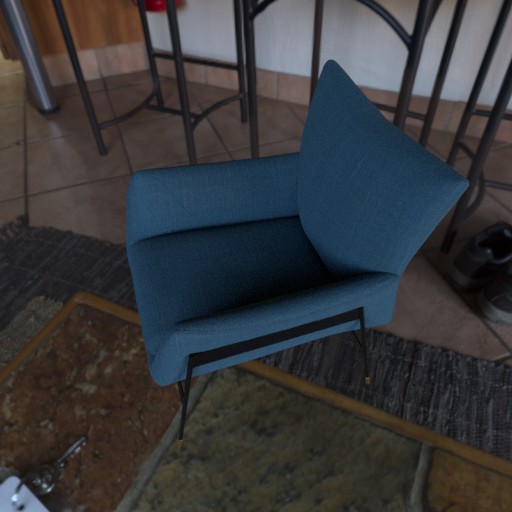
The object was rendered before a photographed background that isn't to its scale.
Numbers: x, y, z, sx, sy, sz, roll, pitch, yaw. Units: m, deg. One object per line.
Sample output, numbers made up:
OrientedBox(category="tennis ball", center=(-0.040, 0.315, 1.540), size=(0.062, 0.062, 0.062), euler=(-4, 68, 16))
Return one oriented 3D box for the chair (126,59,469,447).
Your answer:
OrientedBox(category="chair", center=(0.000, 0.000, 1.371), size=(0.769, 0.859, 0.678), euler=(-14, 48, -13))
